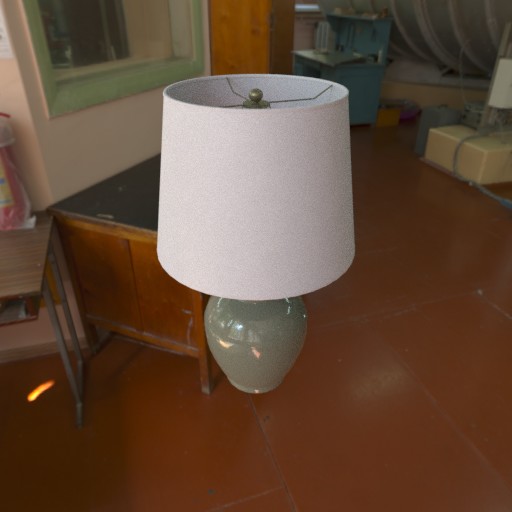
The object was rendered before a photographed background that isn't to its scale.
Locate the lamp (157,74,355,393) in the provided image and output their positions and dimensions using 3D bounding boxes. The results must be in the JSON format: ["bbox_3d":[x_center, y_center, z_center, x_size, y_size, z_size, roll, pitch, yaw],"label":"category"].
[{"bbox_3d":[0.000,0.000,0.556,0.239,0.399,0.239,0,31,0],"label":"lamp"}]
